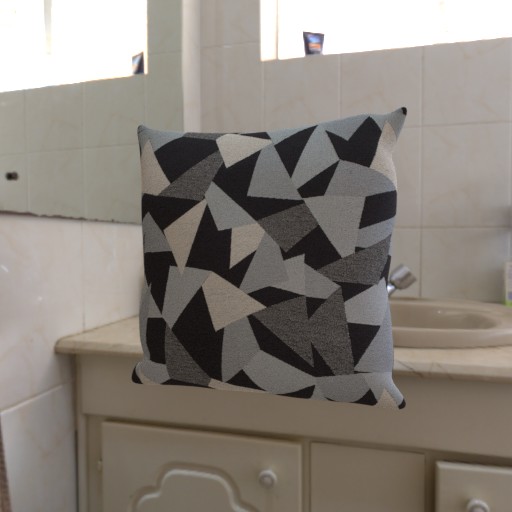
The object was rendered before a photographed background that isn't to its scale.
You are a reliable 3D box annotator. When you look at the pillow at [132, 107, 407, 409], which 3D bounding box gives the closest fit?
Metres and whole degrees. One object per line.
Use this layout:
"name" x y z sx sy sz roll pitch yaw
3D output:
"pillow" 0.000 0.000 0.778 0.503 0.496 0.208 0 1 16
